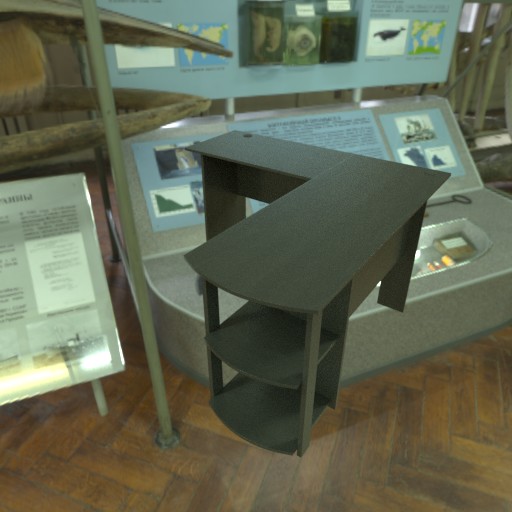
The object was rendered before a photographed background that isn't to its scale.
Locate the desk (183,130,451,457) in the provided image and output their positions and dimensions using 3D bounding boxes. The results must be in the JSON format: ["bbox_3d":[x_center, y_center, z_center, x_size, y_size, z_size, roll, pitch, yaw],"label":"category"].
[{"bbox_3d":[0.000,0.000,2.135,1.303,0.716,1.361,20,36,30],"label":"desk"}]
